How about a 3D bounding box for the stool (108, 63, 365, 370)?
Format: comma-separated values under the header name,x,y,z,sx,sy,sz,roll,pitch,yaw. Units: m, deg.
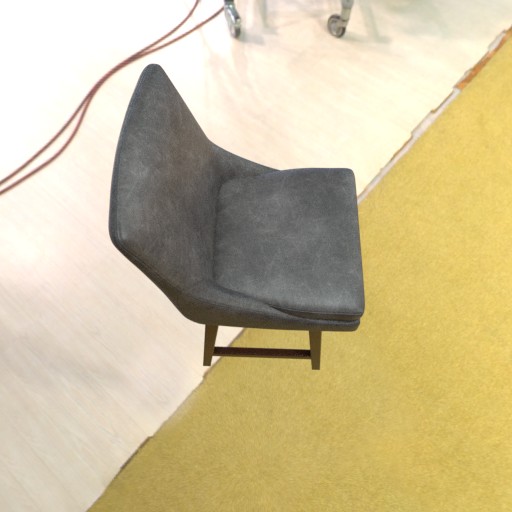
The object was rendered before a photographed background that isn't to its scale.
name,x,y,z,sx,sy,sz,roll,pitch,yaw
stool,0.000,0.000,1.374,0.587,1.046,0.492,2,64,1
